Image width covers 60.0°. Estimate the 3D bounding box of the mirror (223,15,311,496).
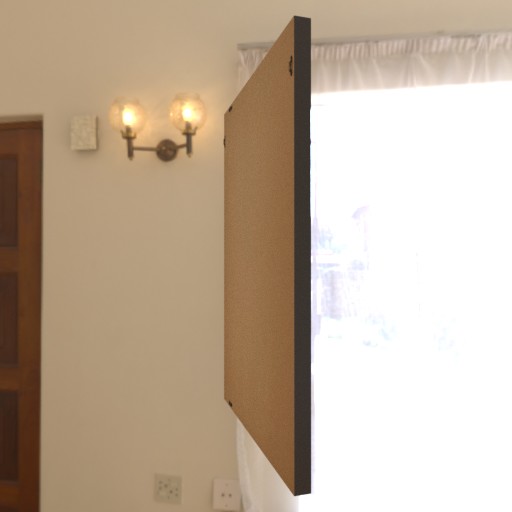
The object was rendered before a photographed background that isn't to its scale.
[{"bbox_3d":[0.000,0.000,1.139,0.040,0.915,0.609,0,0,-17],"label":"mirror"}]
